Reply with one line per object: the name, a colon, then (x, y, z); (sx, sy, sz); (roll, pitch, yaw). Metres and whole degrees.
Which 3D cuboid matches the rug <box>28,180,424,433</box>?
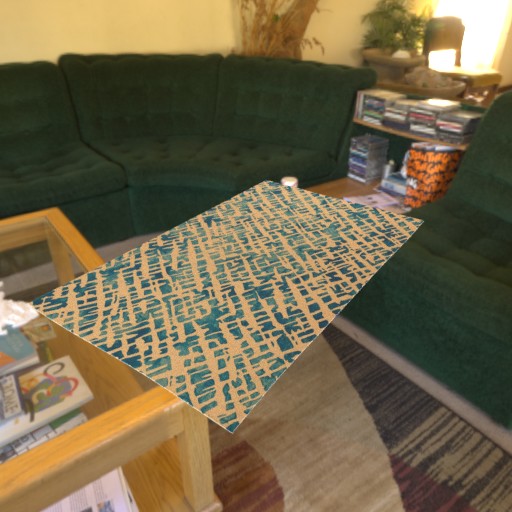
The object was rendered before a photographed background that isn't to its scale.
rug: (0.000, 0.000, 3.046); (1.520, 0.011, 2.447); (20, 36, 30)
